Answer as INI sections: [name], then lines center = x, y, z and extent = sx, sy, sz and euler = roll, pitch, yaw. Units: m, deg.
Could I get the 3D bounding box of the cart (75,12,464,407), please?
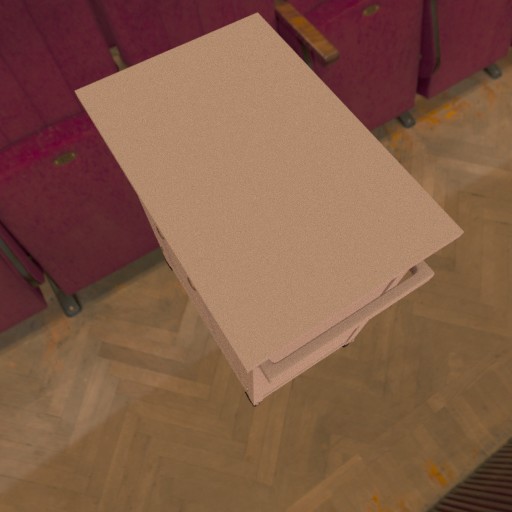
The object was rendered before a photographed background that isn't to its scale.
[cart]
center = 0.000, 0.000, 1.222
extent = 0.442, 0.864, 0.683
euler = -30, 69, -13
